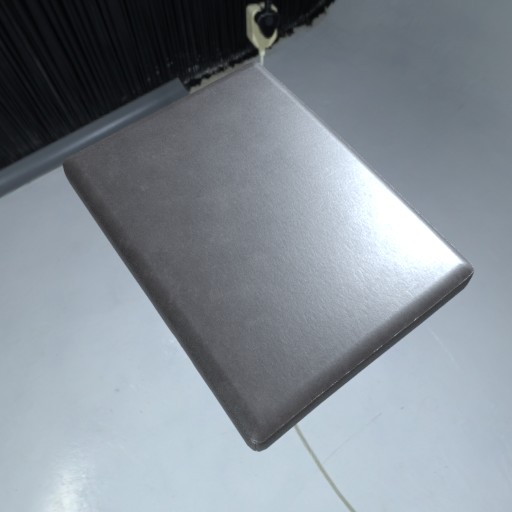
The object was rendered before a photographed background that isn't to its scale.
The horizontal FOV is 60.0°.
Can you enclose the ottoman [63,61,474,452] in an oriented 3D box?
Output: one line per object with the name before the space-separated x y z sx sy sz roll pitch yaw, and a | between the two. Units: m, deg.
ottoman | 0.000 0.000 1.178 0.590 0.498 0.795 -34 68 -15
